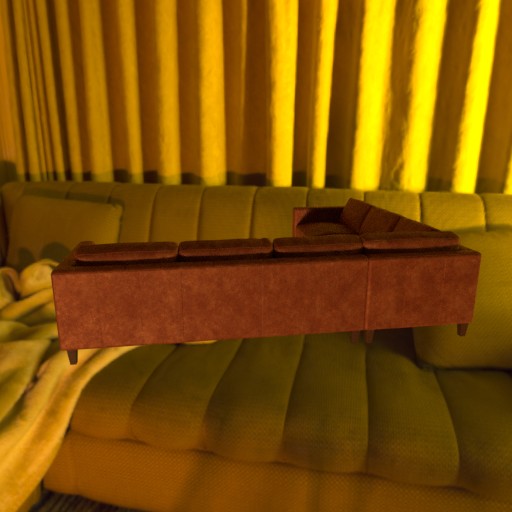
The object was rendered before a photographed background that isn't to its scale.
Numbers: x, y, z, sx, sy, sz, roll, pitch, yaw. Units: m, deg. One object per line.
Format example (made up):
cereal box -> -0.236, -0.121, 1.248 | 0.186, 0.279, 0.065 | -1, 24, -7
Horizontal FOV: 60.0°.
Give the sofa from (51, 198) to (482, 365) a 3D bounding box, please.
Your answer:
sofa -> 0.000, 0.000, 4.397 | 3.150, 0.838, 2.438 | -2, 15, -9
